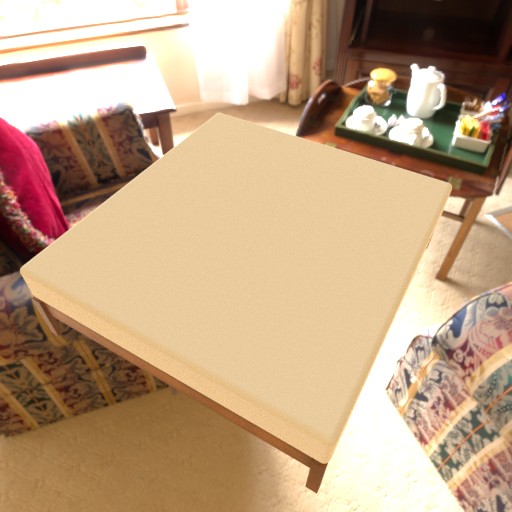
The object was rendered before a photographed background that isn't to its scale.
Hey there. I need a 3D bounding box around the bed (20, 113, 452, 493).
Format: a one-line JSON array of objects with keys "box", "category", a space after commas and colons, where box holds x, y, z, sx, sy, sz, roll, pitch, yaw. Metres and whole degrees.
[{"box": [0.000, 0.000, 2.967, 1.930, 0.616, 2.049, 23, 51, 20], "category": "bed"}]
